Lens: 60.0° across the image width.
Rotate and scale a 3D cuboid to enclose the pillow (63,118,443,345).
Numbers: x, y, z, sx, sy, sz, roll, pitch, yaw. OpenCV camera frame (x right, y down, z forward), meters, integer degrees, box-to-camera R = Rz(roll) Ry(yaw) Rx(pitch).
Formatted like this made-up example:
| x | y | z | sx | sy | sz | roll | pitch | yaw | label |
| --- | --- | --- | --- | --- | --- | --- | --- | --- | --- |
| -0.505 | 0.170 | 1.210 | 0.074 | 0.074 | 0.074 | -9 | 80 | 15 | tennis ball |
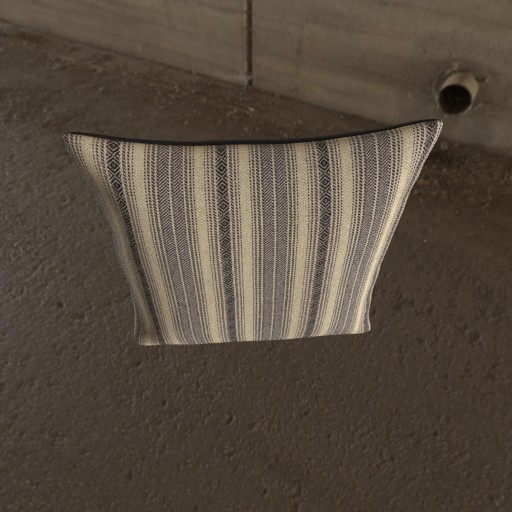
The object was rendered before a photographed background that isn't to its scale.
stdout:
| x | y | z | sx | sy | sz | roll | pitch | yaw | label |
| --- | --- | --- | --- | --- | --- | --- | --- | --- | --- |
| 0.000 | 0.000 | 0.784 | 0.520 | 0.508 | 0.166 | -3 | 47 | -3 | pillow |
